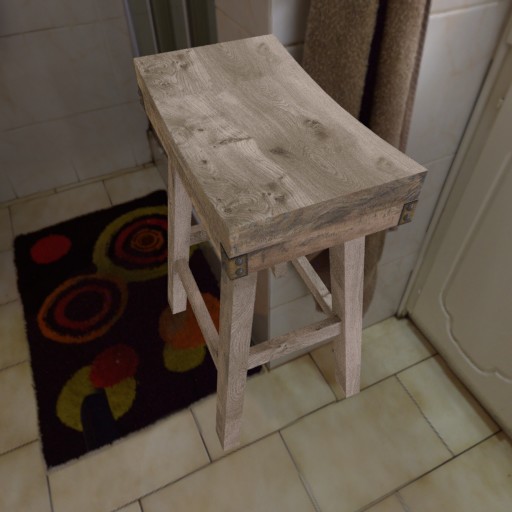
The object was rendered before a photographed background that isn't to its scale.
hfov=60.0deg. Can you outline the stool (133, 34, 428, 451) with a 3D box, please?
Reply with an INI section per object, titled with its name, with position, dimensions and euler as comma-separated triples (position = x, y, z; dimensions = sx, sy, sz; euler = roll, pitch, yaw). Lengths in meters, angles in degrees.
[stool]
position = 0.000, 0.000, 0.862
dimensions = 0.330, 0.635, 0.450
euler = -18, 50, -15
